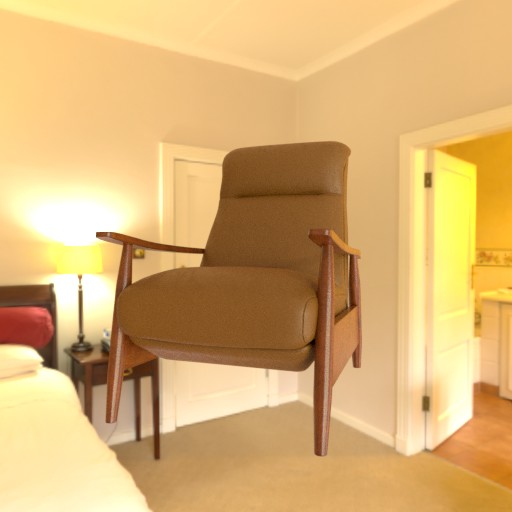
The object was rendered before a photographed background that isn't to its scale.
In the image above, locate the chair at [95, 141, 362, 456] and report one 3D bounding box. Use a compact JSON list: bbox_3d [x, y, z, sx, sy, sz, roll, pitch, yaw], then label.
[{"bbox_3d":[0.000,0.000,1.782,0.762,1.082,1.014,0,1,19],"label":"chair"}]
